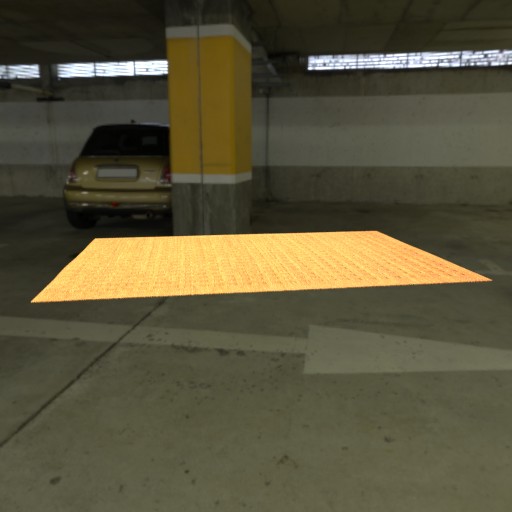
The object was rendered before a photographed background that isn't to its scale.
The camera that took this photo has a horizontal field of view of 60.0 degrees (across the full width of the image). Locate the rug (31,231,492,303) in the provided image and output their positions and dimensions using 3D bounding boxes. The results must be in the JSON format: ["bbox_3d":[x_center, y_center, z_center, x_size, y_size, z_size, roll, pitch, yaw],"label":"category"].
[{"bbox_3d":[0.000,0.000,2.195,1.747,0.006,1.143,-2,13,-8],"label":"rug"}]
